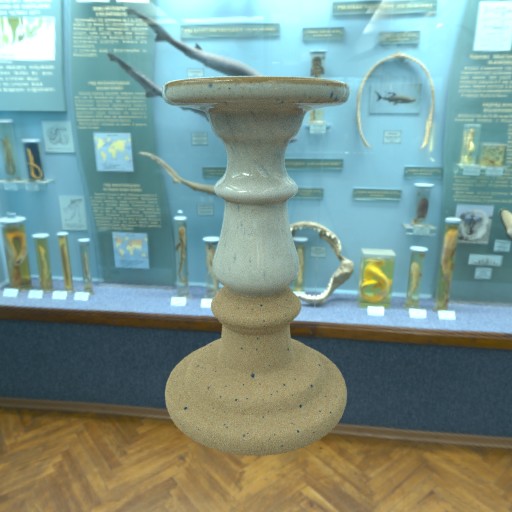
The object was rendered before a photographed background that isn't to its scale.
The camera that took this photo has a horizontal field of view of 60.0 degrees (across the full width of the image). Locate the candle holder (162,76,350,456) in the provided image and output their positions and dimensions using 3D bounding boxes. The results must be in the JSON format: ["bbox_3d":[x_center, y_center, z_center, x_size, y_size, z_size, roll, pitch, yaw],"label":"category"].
[{"bbox_3d":[0.000,0.000,0.278,0.123,0.202,0.123,0,17,0],"label":"candle holder"}]
